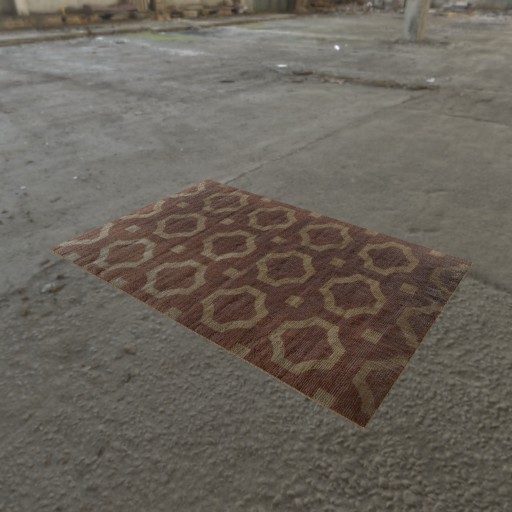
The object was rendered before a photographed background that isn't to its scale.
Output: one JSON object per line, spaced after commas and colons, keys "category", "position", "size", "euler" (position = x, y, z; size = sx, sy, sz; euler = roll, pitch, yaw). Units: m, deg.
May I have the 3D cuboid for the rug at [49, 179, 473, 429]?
{"category": "rug", "position": [0.000, 0.000, 2.877], "size": [2.286, 0.016, 1.555], "euler": [22, 38, 31]}
